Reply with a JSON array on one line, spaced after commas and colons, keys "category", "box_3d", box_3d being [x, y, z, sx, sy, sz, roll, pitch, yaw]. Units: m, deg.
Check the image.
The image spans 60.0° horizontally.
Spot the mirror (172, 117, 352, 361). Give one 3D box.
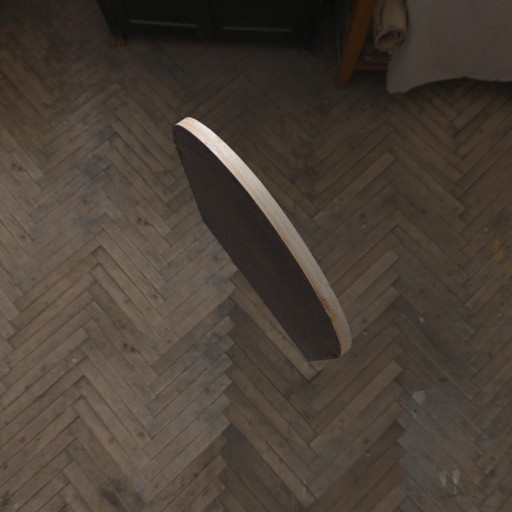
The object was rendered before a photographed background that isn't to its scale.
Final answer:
[{"category": "mirror", "box_3d": [0.000, 0.000, 1.202, 0.032, 0.920, 0.660, -36, 79, -8]}]
